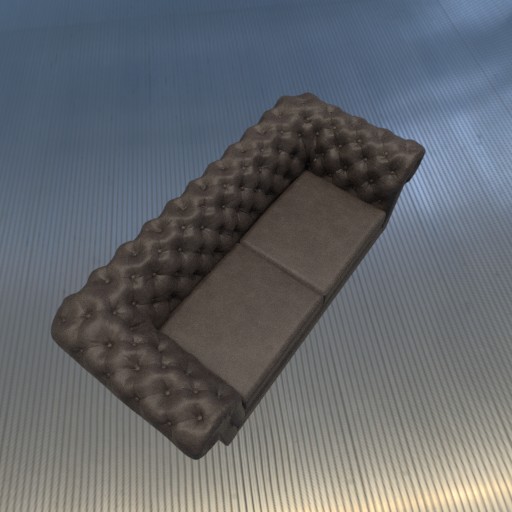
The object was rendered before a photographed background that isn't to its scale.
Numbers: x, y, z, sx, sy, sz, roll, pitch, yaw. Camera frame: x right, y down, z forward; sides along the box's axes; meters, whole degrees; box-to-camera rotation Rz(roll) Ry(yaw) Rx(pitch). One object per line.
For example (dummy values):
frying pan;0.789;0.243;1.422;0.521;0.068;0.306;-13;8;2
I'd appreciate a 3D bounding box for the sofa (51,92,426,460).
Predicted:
sofa;0.000;0.000;2.501;0.944;0.779;2.048;32;64;18
